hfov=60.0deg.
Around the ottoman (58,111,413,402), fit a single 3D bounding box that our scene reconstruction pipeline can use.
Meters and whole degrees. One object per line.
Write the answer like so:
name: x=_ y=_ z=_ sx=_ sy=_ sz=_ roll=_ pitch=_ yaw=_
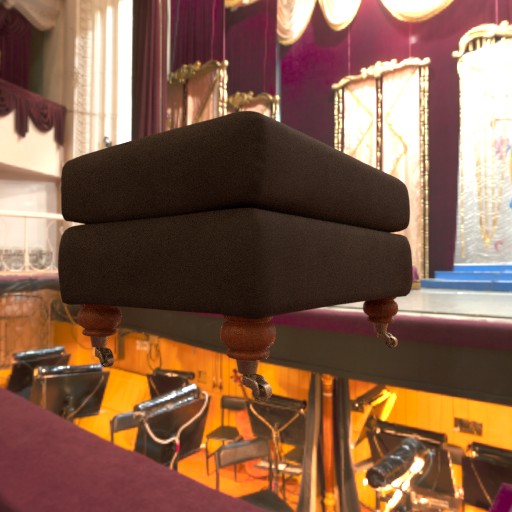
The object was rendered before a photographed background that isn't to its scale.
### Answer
ottoman: x=0.000 y=0.000 z=1.125 sx=0.574 sy=0.497 sz=0.773 roll=-1 pitch=-2 yaw=37
